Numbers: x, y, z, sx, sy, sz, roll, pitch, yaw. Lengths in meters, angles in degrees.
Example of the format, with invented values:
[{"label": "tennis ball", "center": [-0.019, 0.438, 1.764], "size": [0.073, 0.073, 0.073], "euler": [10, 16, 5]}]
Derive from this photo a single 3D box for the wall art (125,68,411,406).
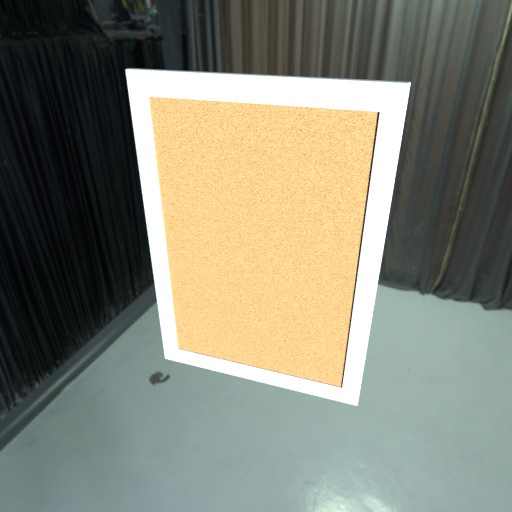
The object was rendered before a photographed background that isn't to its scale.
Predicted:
[{"label": "wall art", "center": [0.000, 0.000, 0.693], "size": [0.374, 0.529, 0.012], "euler": [9, 31, 16]}]
